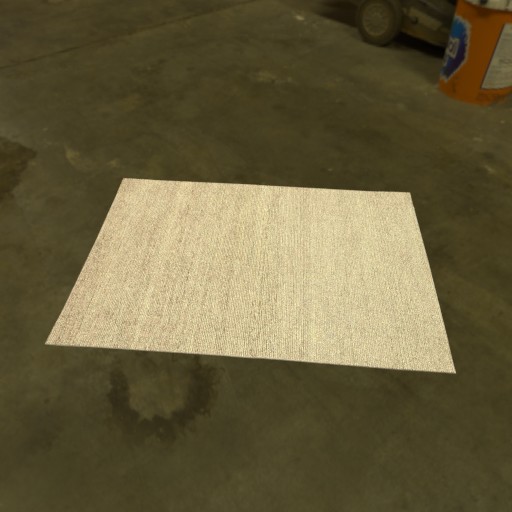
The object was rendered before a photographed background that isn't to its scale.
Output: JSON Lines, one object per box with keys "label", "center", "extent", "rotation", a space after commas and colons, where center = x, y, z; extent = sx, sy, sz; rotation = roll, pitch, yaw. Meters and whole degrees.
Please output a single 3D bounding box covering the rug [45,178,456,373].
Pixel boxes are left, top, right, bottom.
{"label": "rug", "center": [0.000, 0.000, 3.046], "extent": [2.342, 0.030, 1.609], "rotation": [3, 46, 3]}
